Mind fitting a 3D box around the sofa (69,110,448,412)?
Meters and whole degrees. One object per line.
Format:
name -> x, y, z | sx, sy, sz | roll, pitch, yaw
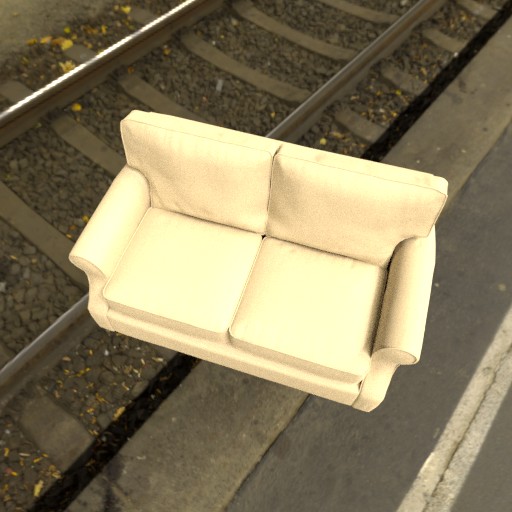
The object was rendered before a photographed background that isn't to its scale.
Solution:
sofa -> 0.000, 0.000, 2.230 | 1.665, 0.937, 0.964 | 15, 59, 9
